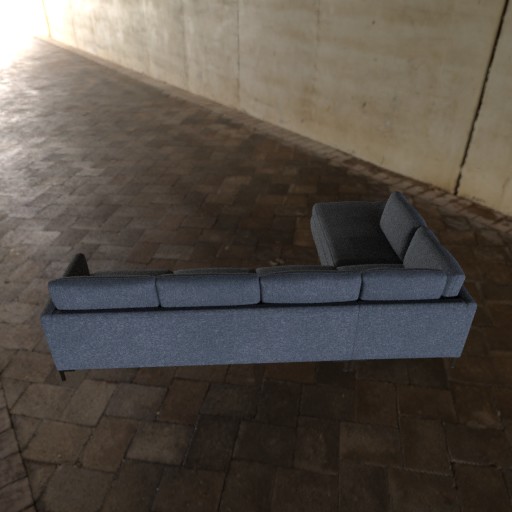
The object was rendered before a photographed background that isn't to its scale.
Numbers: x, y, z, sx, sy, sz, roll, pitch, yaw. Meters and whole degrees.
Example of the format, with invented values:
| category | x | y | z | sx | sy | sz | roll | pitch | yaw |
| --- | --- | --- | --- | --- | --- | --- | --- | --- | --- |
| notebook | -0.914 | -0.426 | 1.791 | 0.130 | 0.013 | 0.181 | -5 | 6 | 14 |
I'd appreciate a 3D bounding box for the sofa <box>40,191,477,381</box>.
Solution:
| category | x | y | z | sx | sy | sz | roll | pitch | yaw |
| --- | --- | --- | --- | --- | --- | --- | --- | --- | --- |
| sofa | 0.000 | 0.000 | 3.852 | 2.949 | 0.815 | 2.007 | -1 | 32 | -2 |
